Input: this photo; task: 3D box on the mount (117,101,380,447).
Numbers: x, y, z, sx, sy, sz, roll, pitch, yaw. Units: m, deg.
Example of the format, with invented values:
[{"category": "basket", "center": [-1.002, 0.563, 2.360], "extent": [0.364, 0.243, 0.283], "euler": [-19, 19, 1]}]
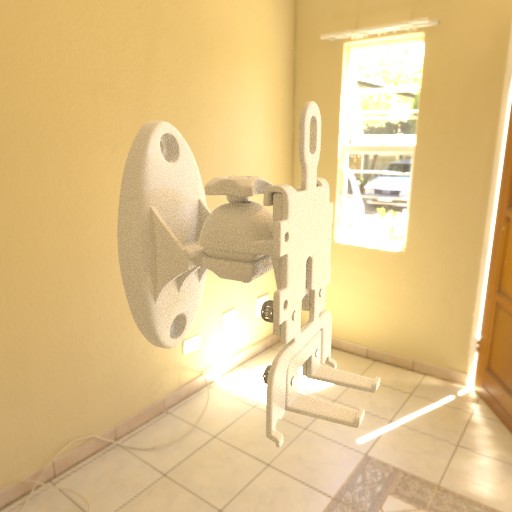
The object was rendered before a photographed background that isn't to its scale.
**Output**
[{"category": "mount", "center": [0.000, 0.000, 0.181], "extent": [0.100, 0.118, 0.066], "euler": [7, 16, 27]}]
